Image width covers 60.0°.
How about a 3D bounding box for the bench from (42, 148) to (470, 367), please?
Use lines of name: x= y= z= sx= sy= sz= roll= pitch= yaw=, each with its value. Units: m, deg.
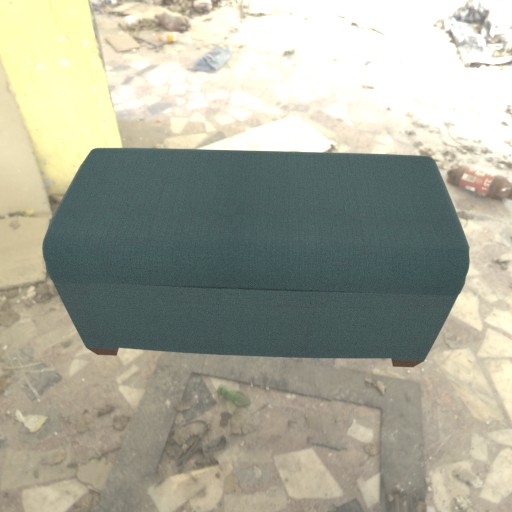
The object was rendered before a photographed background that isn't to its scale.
bench: x=0.000 y=0.000 z=1.278 sx=0.995 sy=0.474 sz=0.476 roll=2 pitch=46 yaw=2
